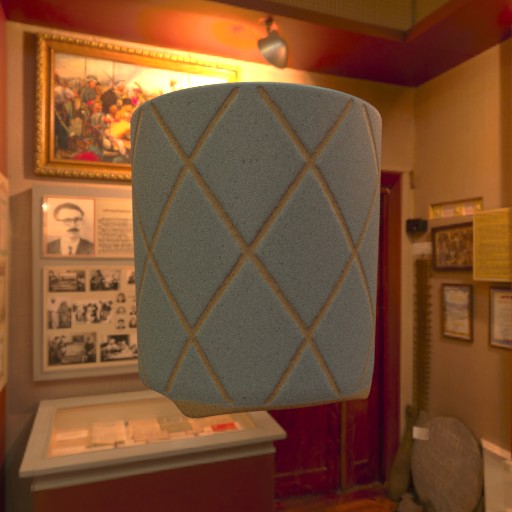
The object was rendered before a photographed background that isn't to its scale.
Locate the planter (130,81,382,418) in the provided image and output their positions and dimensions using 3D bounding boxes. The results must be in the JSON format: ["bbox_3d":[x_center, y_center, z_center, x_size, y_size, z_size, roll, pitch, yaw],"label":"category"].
[{"bbox_3d":[0.000,0.000,0.348,0.191,0.200,0.191,0,0,0],"label":"planter"}]
